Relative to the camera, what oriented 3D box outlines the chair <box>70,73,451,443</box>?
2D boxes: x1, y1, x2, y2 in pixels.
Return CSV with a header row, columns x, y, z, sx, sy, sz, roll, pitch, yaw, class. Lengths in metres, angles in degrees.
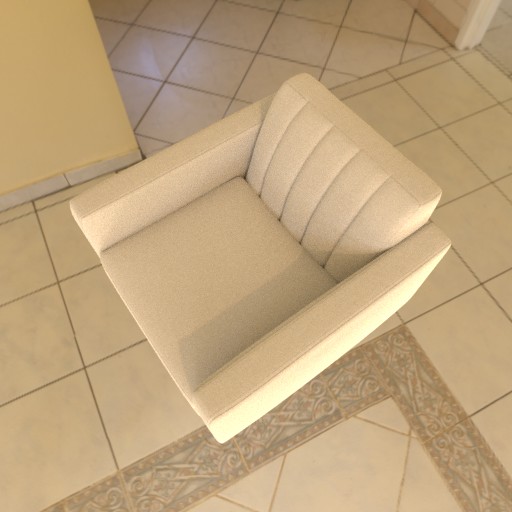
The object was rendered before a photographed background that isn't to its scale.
x,y,z,sx,sy,sz,roll,pitch,yaw,class
0.000,0.000,1.698,0.998,0.819,0.953,-33,66,-16,chair
